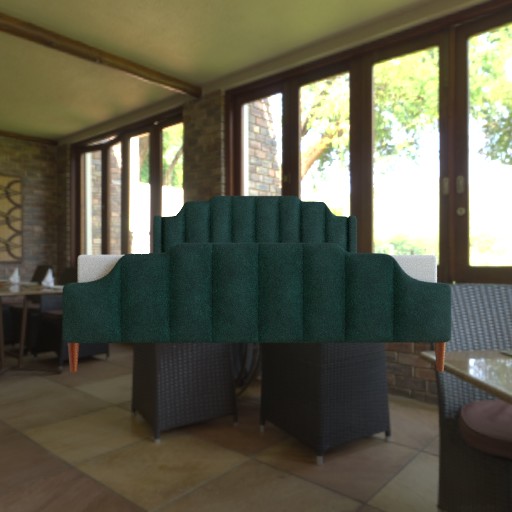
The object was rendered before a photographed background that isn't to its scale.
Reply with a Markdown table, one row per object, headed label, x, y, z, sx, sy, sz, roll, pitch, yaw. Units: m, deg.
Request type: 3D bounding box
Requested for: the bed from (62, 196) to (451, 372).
| label | x | y | z | sx | sy | sz | roll | pitch | yaw |
| --- | --- | --- | --- | --- | --- | --- | --- | --- | --- |
| bed | 0.000 | 0.000 | 3.478 | 2.074 | 1.245 | 2.340 | 0 | 0 | 0 |
